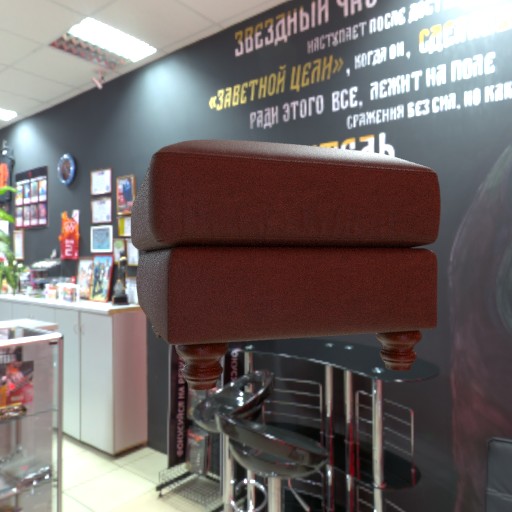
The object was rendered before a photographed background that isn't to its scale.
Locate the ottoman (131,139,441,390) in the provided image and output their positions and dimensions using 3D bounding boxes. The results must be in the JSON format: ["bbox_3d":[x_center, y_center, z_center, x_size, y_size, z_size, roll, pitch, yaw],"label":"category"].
[{"bbox_3d":[0.000,0.000,1.206,0.635,0.508,0.787,0,0,-19],"label":"ottoman"}]
